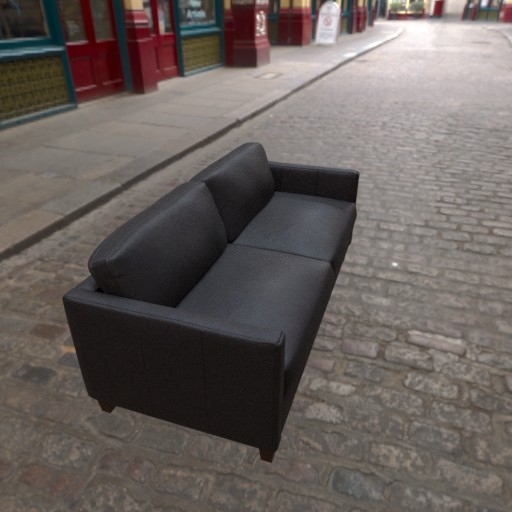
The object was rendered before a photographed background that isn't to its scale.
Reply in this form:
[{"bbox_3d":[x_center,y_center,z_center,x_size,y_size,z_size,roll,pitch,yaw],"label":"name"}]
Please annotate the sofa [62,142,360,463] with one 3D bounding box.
[{"bbox_3d":[0.000,0.000,2.499,0.933,0.863,1.971,10,30,17],"label":"sofa"}]
